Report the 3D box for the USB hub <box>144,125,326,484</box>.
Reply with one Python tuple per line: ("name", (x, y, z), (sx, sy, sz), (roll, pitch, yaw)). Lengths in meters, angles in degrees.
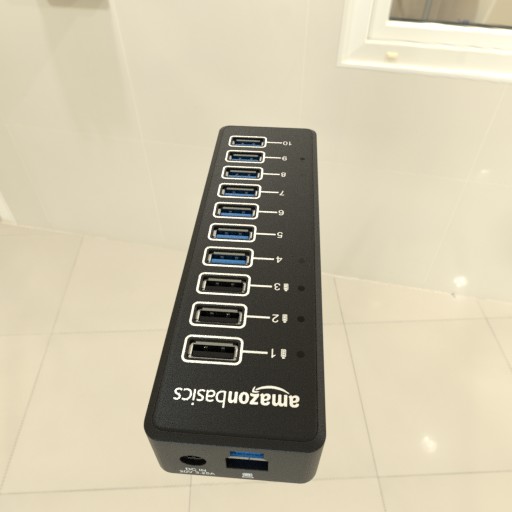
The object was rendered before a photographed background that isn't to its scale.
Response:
("USB hub", (0.000, 0.000, 0.161), (0.044, 0.023, 0.145), (3, 46, 3))
